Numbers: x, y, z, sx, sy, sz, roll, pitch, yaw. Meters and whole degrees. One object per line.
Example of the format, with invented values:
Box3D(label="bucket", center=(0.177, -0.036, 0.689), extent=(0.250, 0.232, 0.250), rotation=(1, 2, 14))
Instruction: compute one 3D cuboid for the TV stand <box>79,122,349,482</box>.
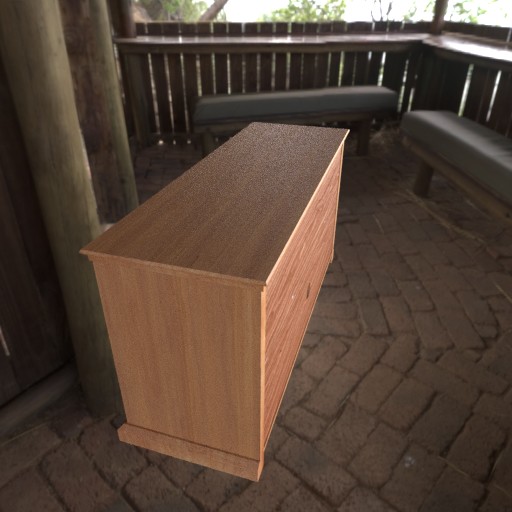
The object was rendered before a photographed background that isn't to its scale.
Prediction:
Box3D(label="TV stand", center=(0.000, 0.000, 1.511), extent=(0.417, 0.607, 1.181), rotation=(9, 31, 15))
